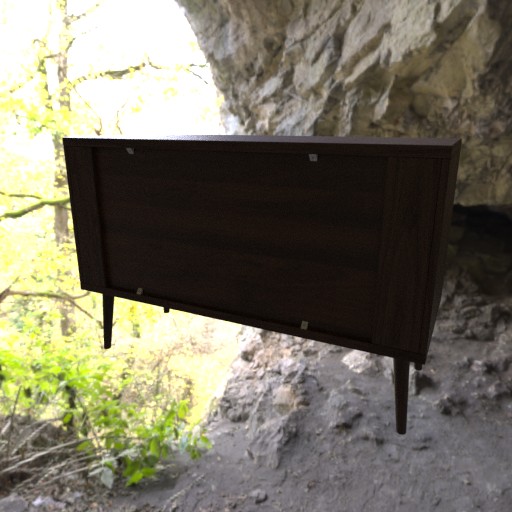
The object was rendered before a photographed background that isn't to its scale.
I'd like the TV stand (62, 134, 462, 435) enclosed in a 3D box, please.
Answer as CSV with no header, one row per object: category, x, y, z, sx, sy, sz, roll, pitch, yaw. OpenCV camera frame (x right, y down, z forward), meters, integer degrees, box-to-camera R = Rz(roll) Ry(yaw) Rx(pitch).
TV stand,0.000,0.000,1.278,0.990,0.660,0.405,8,19,25
